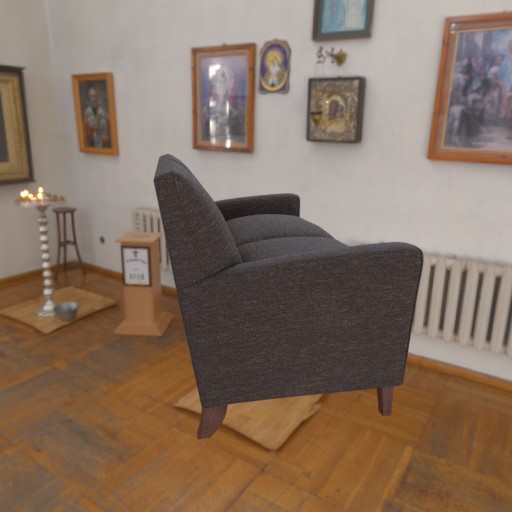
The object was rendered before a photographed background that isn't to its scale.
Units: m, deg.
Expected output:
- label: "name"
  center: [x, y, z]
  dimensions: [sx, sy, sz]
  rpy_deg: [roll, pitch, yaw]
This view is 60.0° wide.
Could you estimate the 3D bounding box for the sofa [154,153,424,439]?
- label: "sofa"
  center: [0.000, 0.000, 2.102]
  dimensions: [0.867, 0.905, 1.509]
  rpy_deg: [-3, 15, -11]
